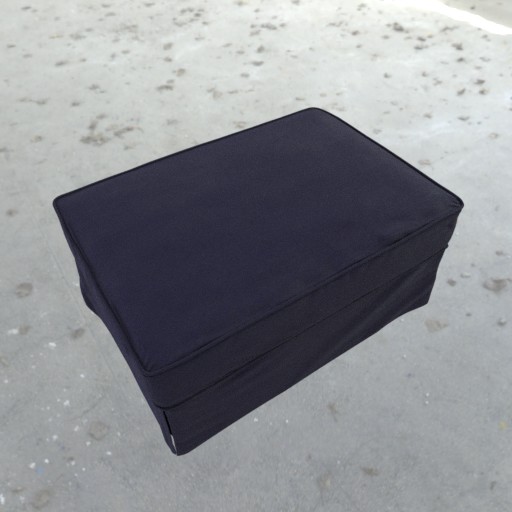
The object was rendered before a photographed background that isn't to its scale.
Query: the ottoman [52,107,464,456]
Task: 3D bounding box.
[{"bbox_3d":[0.000,0.000,1.291,0.938,0.503,0.637,-26,52,-22],"label":"ottoman"}]
